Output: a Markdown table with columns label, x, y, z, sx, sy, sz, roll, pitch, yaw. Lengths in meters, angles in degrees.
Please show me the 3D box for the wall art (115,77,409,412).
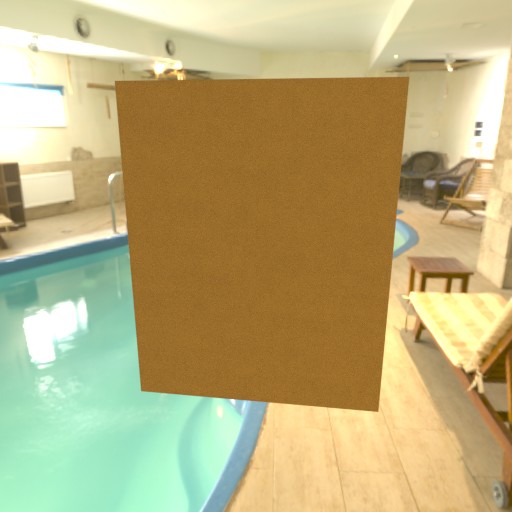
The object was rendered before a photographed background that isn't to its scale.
| label | x | y | z | sx | sy | sz | roll | pitch | yaw |
| --- | --- | --- | --- | --- | --- | --- | --- | --- | --- |
| wall art | 0.000 | 0.000 | 1.347 | 0.798 | 1.002 | 0.030 | 2 | 17 | 8 |
